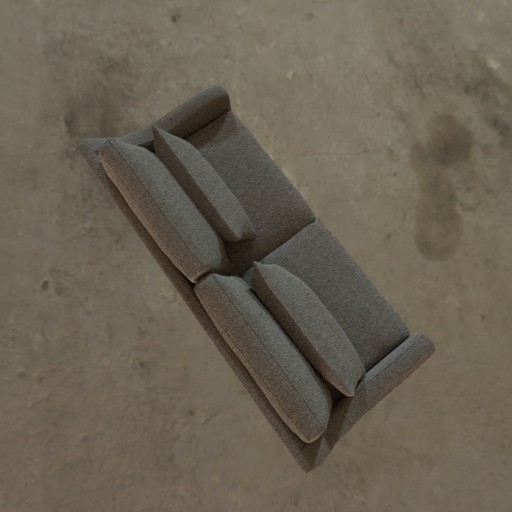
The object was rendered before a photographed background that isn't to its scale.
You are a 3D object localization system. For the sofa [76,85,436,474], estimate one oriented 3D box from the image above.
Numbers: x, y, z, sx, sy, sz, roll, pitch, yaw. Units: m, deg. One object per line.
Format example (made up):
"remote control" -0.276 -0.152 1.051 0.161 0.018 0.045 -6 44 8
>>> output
"sofa" 0.000 0.000 2.986 1.103 0.998 2.418 -36 78 -8
